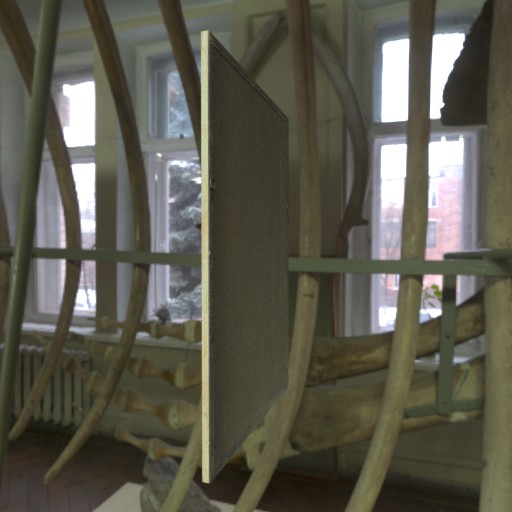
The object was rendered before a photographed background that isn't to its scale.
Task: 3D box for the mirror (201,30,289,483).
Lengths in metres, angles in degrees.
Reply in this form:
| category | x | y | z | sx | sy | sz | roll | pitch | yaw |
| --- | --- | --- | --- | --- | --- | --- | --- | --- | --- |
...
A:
| category | x | y | z | sx | sy | sz | roll | pitch | yaw |
| --- | --- | --- | --- | --- | --- | --- | --- | --- | --- |
| mirror | 0.000 | 0.000 | 1.310 | 0.025 | 0.996 | 0.705 | 0 | 1 | 18 |
